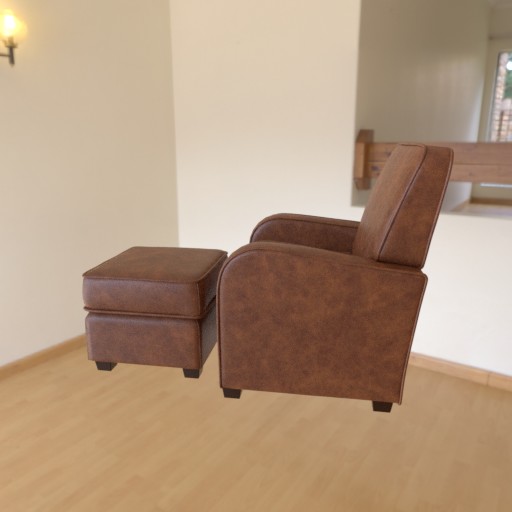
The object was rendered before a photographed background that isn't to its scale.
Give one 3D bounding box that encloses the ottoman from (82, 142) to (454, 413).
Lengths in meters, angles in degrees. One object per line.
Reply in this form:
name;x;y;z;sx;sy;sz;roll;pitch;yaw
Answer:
ottoman;0.000;0.000;1.819;1.314;0.904;0.732;2;15;9
